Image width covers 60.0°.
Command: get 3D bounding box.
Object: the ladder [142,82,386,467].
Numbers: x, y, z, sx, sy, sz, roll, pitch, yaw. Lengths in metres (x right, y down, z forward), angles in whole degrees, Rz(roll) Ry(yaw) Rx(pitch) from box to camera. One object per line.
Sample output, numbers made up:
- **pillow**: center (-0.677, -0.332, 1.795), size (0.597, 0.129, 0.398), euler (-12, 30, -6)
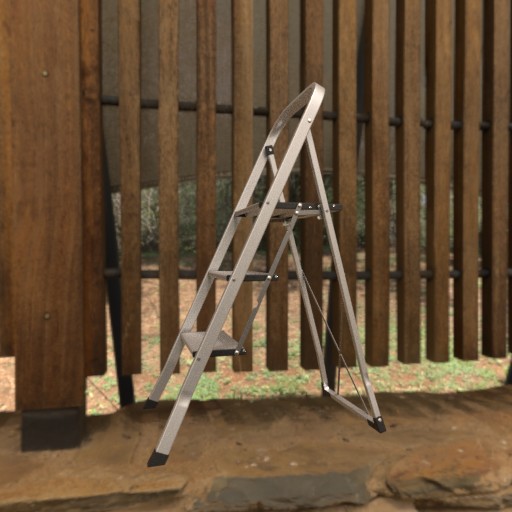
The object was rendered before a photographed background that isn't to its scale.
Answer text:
- **ladder**: center (0.000, 0.000, 1.440), size (0.704, 1.070, 0.465), euler (0, 0, -16)
